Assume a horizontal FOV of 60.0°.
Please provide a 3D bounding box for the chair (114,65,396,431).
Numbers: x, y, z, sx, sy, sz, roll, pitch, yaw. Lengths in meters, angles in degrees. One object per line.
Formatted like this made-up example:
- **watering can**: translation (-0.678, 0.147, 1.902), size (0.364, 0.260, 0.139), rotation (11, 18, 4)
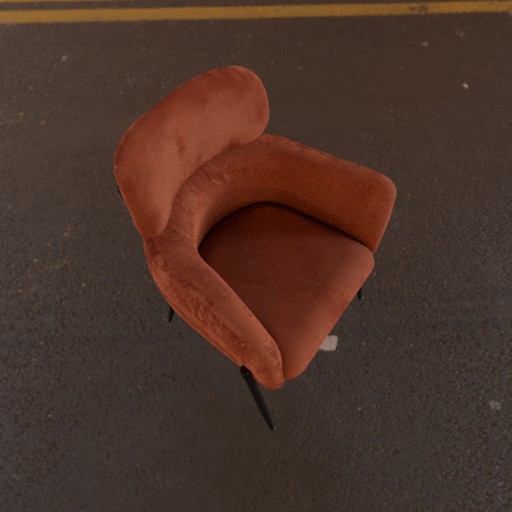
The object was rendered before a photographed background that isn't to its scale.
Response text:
- **chair**: translation (0.000, 0.000, 1.153), size (0.523, 0.772, 0.561), rotation (32, 64, 18)
